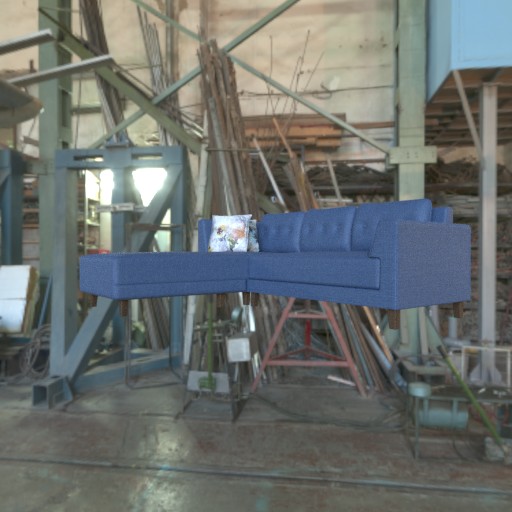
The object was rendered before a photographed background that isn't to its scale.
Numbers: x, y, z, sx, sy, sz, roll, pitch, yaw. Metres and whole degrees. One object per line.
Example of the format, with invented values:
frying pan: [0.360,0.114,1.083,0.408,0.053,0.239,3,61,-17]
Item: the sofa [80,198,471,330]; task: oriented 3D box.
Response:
sofa: [0.000,0.000,3.116,1.829,0.787,2.120,0,1,-37]
